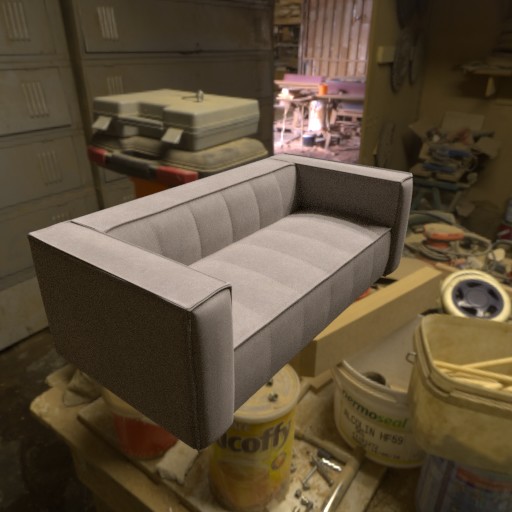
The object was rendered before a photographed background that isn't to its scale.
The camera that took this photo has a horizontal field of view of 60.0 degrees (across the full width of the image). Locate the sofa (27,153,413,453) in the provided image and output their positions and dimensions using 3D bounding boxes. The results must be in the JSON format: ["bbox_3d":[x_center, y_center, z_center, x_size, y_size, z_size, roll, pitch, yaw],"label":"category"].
[{"bbox_3d":[0.000,0.000,2.455,1.038,0.680,1.995,18,31,33],"label":"sofa"}]
